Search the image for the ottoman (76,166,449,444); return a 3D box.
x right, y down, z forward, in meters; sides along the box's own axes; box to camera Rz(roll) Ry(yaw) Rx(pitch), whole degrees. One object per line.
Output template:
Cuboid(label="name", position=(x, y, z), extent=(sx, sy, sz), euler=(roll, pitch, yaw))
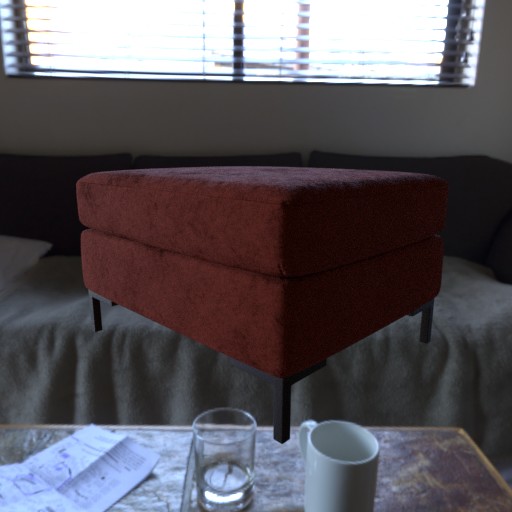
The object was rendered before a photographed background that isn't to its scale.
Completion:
Cuboid(label="ottoman", position=(0.000, 0.000, 1.194), extent=(0.782, 0.462, 0.650), euler=(13, 18, 43))
